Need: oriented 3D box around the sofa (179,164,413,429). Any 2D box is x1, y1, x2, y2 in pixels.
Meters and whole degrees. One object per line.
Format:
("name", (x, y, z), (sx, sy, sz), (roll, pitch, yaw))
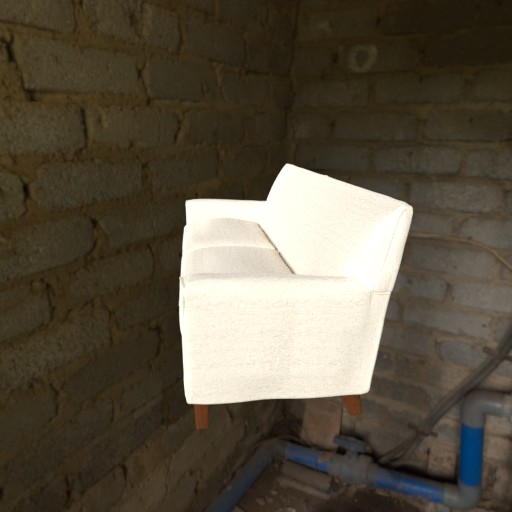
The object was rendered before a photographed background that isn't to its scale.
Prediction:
("sofa", (0.000, 0.000, 2.549), (0.841, 0.907, 2.001), (-2, 16, -8))
